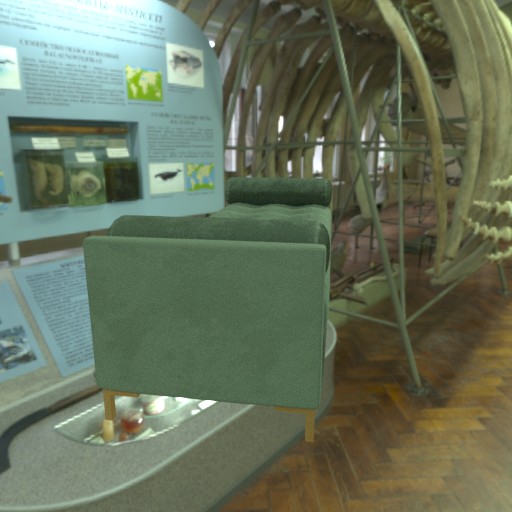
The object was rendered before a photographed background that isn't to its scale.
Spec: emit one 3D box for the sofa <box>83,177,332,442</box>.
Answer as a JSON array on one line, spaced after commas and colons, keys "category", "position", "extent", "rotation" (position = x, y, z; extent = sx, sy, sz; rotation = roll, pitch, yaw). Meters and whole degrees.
[{"category": "sofa", "position": [0.000, 0.000, 2.402], "extent": [0.796, 0.705, 2.102], "rotation": [2, 15, 9]}]
